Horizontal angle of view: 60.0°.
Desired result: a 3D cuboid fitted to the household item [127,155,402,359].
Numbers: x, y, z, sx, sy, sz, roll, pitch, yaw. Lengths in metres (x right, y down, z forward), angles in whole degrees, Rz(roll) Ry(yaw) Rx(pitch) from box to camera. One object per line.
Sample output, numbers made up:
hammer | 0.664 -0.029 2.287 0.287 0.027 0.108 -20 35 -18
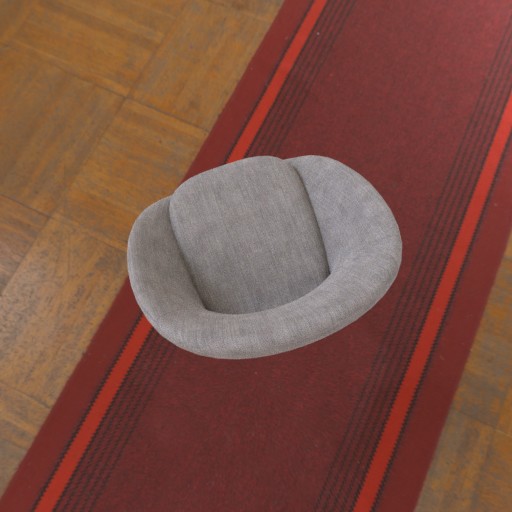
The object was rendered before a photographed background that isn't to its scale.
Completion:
household item | 0.000 0.000 1.291 0.643 0.869 0.587 -19 76 -5
